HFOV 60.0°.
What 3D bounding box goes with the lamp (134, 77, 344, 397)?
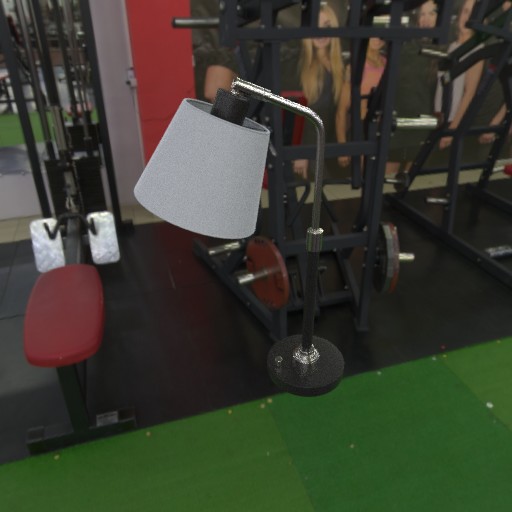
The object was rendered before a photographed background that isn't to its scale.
[{"bbox_3d":[0.000,0.000,0.712,0.348,0.539,0.181,-8,31,-14],"label":"lamp"}]
